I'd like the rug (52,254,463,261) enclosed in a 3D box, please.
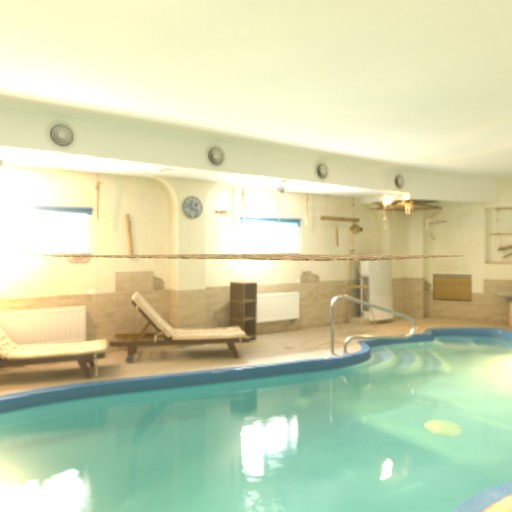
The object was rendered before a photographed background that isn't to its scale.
[{"bbox_3d":[0.000,0.000,4.036,3.048,0.010,2.438,1,1,36],"label":"rug"}]
